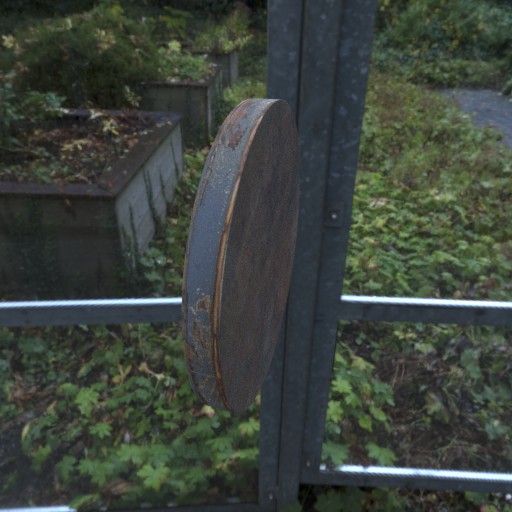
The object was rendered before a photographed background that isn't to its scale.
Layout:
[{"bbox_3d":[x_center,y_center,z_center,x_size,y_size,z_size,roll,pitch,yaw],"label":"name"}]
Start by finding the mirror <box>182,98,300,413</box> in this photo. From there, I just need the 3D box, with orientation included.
[{"bbox_3d":[0.000,0.000,0.874,0.061,0.585,0.585,8,31,14],"label":"mirror"}]
